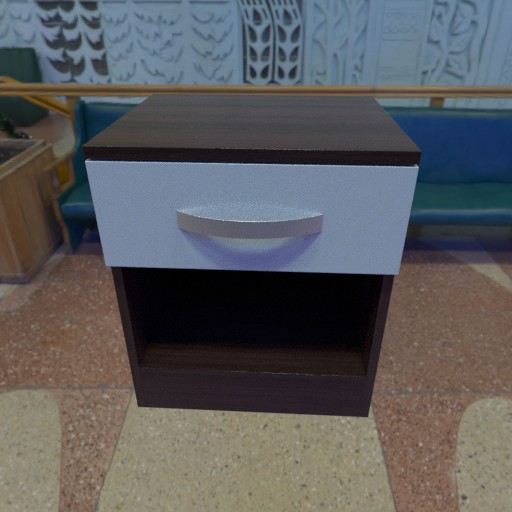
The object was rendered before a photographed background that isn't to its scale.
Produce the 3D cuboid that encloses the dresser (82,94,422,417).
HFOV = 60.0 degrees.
[{"bbox_3d":[0.000,0.000,0.771,0.400,0.470,0.360,2,30,3],"label":"dresser"}]
